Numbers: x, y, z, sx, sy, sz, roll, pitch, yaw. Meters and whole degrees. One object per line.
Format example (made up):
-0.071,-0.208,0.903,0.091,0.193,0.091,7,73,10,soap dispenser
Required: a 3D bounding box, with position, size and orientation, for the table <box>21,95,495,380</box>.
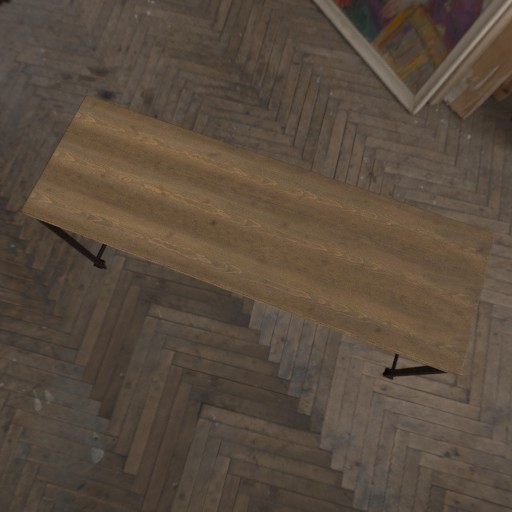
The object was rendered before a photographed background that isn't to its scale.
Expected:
0.000,0.000,2.091,1.700,0.902,0.551,20,75,6,table
